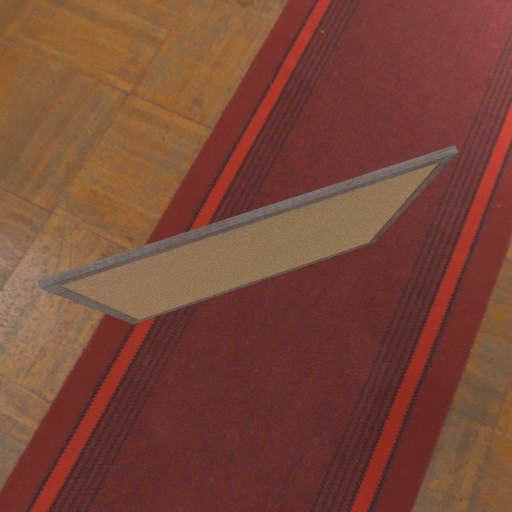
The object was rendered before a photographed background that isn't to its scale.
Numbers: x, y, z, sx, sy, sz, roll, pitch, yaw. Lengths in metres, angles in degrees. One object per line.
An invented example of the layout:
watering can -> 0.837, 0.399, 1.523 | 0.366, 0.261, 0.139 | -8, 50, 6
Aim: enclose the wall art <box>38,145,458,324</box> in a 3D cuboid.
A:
wall art -> 0.000, 0.000, 1.391 | 1.012, 0.774, 0.019 | -18, 76, -5
